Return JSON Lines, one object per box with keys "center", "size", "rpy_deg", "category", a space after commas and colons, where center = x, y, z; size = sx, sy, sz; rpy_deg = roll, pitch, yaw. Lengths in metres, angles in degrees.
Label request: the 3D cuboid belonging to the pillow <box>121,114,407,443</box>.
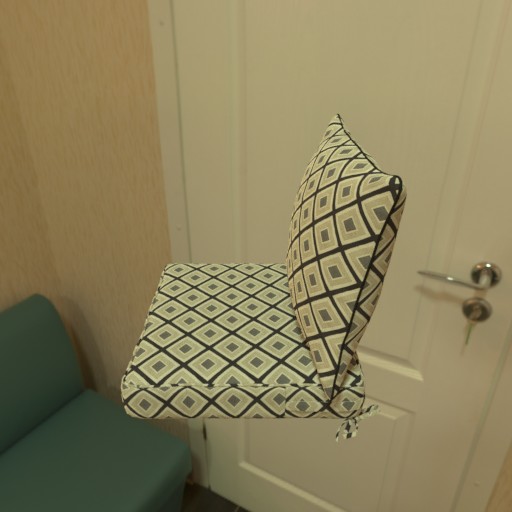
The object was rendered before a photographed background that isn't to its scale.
{"center": [0.000, 0.000, 1.355], "size": [0.733, 0.722, 0.798], "rpy_deg": [0, 28, 0], "category": "pillow"}
